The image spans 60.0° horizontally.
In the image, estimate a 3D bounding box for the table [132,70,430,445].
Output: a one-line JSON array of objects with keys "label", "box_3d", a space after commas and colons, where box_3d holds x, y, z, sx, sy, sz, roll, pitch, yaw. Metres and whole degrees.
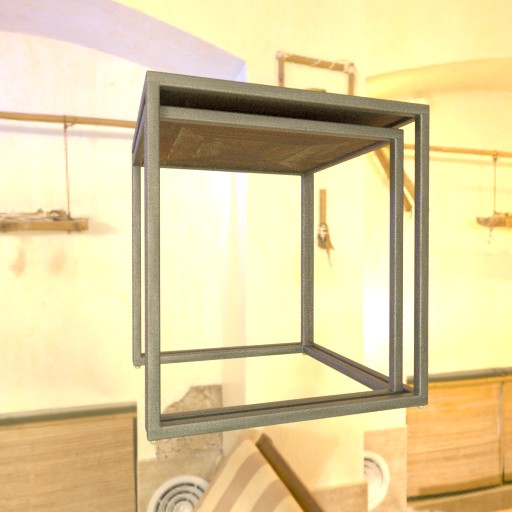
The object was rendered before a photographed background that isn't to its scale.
[{"label": "table", "box_3d": [0.000, 0.000, 0.867, 0.449, 0.500, 0.450, 0, 1, -18]}]
